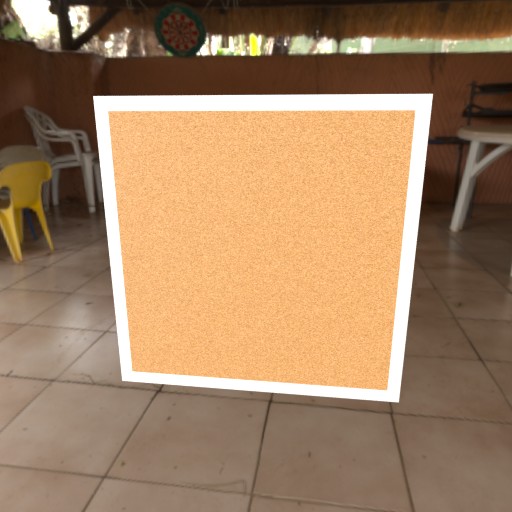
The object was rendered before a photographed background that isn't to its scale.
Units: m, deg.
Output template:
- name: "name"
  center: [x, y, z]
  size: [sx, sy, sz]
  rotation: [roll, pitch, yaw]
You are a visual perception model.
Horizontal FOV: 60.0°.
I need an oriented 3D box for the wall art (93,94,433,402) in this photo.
- name: "wall art"
  center: [0.000, 0.000, 1.119]
  size: [0.762, 0.762, 0.038]
  rotation: [2, 17, 7]
